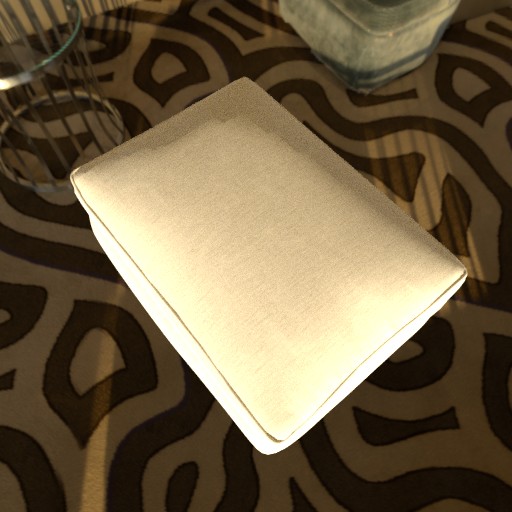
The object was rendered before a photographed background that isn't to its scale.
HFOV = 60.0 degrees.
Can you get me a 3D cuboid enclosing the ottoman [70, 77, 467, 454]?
[{"bbox_3d":[0.000,0.000,0.959,0.501,0.406,0.665,-36,68,-17],"label":"ottoman"}]
